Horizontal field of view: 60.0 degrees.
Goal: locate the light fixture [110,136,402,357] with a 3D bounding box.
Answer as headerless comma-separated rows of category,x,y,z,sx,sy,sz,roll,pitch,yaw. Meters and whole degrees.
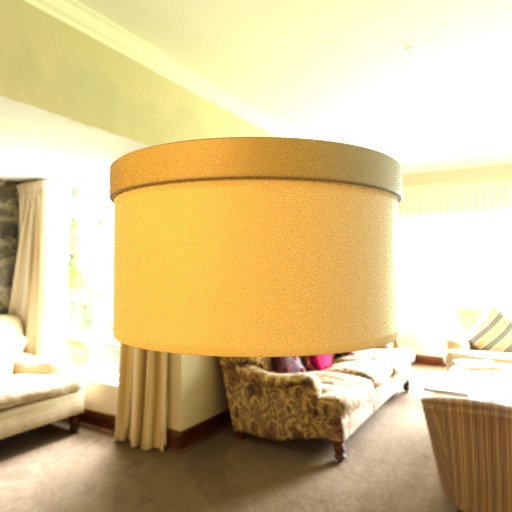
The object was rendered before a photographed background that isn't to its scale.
light fixture,0.000,0.000,0.625,0.393,0.229,0.393,0,-1,0
